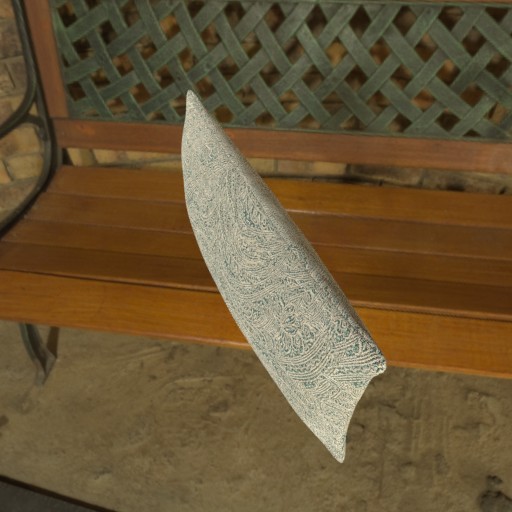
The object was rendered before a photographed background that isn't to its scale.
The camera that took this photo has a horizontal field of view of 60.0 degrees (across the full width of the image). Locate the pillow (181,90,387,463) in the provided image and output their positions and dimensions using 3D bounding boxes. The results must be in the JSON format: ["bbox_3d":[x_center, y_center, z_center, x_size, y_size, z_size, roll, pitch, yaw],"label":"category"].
[{"bbox_3d":[0.000,0.000,0.726,0.151,0.295,0.615,-18,50,-16],"label":"pillow"}]
